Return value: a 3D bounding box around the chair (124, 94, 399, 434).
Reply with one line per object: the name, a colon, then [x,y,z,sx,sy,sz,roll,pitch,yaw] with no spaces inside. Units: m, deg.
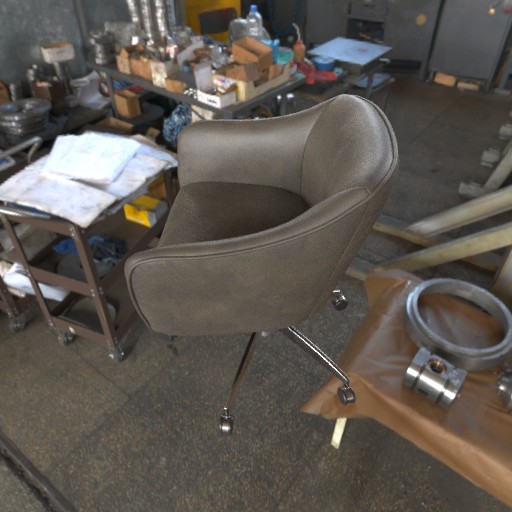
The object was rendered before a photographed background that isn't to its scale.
chair: [0.000,0.000,1.322,0.689,0.827,0.713,2,41,2]
